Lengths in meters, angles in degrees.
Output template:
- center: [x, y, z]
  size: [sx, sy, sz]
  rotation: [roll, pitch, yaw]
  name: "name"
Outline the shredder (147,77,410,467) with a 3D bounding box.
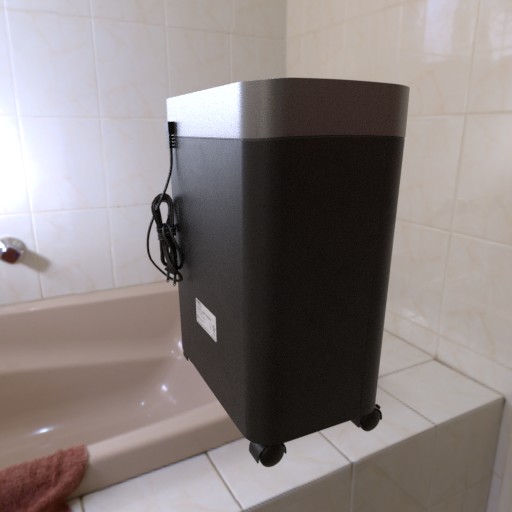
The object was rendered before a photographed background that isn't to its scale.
- center: [0.000, 0.000, 0.594]
  size: [0.237, 0.419, 0.311]
  rotation: [-8, 17, -25]
  name: "shredder"
